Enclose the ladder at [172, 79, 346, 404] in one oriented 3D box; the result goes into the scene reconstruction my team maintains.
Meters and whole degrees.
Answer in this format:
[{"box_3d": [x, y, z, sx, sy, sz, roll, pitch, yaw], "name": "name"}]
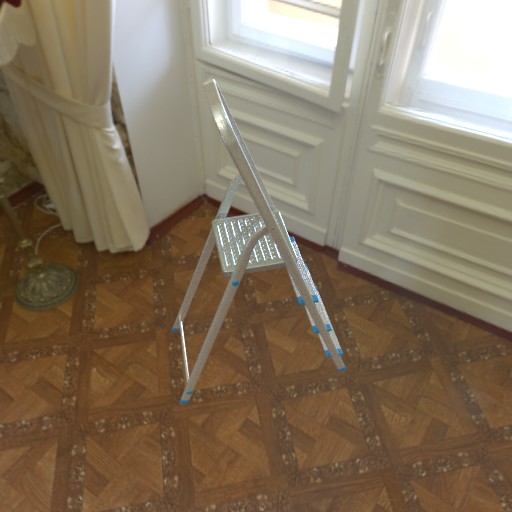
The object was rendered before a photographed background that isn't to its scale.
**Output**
[{"box_3d": [0.000, 0.000, 1.810, 0.842, 1.434, 0.445, -9, 48, -9], "name": "ladder"}]
